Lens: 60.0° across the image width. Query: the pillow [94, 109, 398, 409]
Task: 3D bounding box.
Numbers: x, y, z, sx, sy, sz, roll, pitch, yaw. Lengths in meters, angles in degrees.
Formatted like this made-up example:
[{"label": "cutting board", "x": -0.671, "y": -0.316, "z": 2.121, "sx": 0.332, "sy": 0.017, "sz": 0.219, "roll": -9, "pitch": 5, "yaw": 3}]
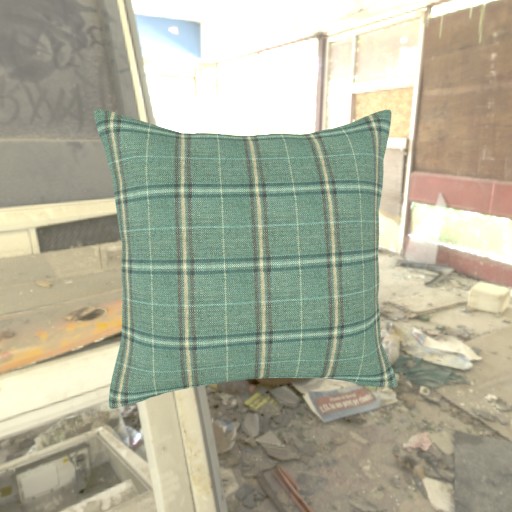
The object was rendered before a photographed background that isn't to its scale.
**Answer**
[{"label": "pillow", "x": 0.000, "y": 0.000, "z": 0.674, "sx": 0.453, "sy": 0.430, "sz": 0.200, "roll": -3, "pitch": 16, "yaw": -9}]
